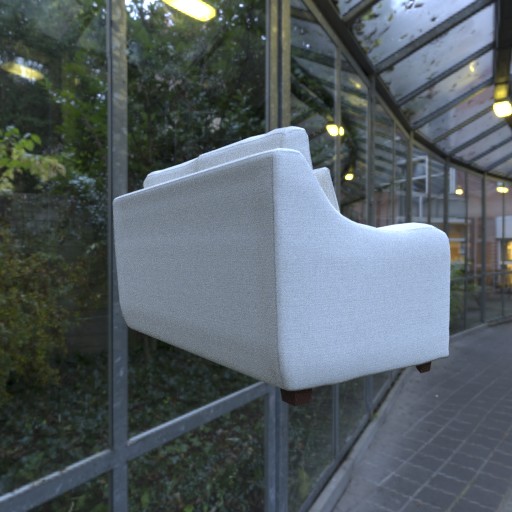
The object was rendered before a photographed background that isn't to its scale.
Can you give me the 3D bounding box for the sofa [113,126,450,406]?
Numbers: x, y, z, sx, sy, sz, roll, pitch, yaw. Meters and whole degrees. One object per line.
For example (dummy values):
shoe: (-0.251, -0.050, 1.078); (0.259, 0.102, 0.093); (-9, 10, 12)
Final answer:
sofa: (0.000, 0.000, 2.410); (1.040, 1.047, 1.744); (0, 1, -35)
